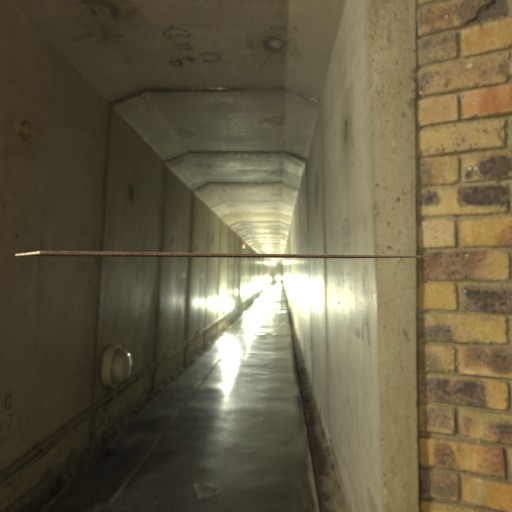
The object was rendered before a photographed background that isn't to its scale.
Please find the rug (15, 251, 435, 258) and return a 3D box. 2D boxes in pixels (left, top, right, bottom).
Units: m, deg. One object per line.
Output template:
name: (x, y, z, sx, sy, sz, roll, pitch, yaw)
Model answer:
rug: (0.000, 0.000, 2.617, 2.435, 0.011, 0.750, 1, -1, -34)
